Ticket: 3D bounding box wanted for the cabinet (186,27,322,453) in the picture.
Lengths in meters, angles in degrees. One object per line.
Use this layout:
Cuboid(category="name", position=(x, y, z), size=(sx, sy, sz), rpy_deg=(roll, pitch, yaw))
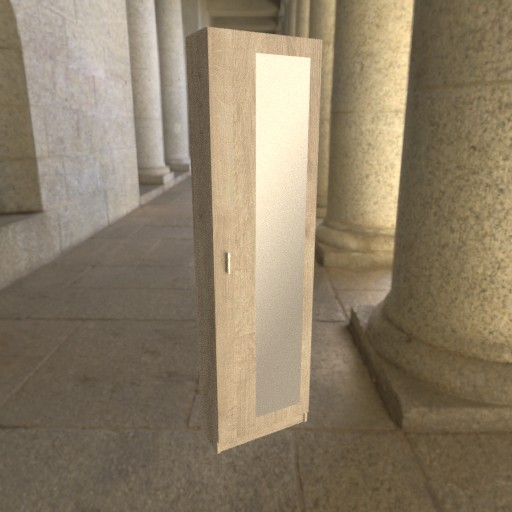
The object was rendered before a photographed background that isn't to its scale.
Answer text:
Cuboid(category="cabinet", position=(0.000, 0.000, 1.995), size=(0.500, 1.790, 0.230), rpy_deg=(-8, 18, -27))
